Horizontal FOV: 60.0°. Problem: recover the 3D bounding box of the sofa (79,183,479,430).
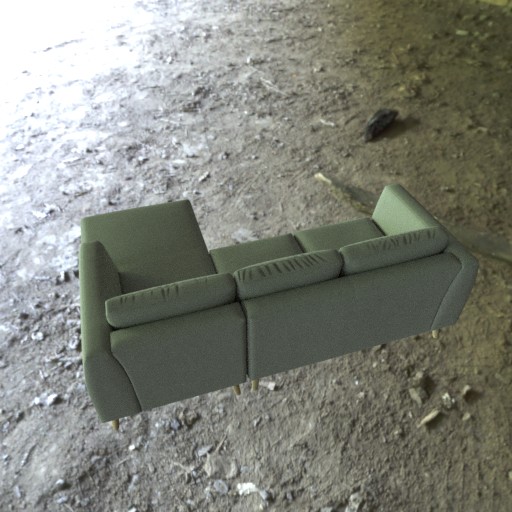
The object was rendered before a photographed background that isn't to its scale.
[{"bbox_3d":[0.000,0.000,3.051,2.300,0.860,1.580,-12,43,-13],"label":"sofa"}]
